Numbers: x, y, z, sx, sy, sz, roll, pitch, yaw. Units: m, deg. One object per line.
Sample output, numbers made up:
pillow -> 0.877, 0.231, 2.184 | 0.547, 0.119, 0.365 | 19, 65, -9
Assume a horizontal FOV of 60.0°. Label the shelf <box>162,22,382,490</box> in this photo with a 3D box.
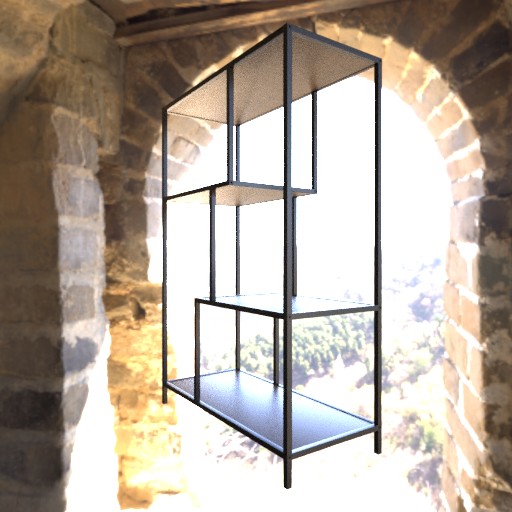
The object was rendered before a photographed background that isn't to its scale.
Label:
shelf -> 0.000, 0.000, 1.494 | 0.350, 1.138, 0.770 | 0, 0, -35
